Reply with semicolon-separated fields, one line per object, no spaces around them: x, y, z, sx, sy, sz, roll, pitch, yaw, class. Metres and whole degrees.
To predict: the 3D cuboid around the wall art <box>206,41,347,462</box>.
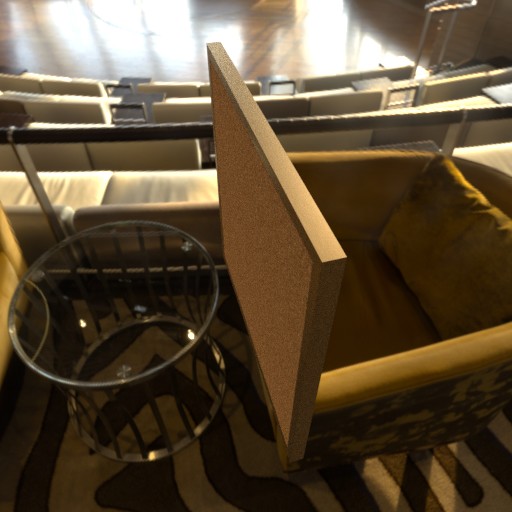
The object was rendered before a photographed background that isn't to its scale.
0.000;0.000;1.125;0.036;0.765;0.767;-12;48;-11;wall art
